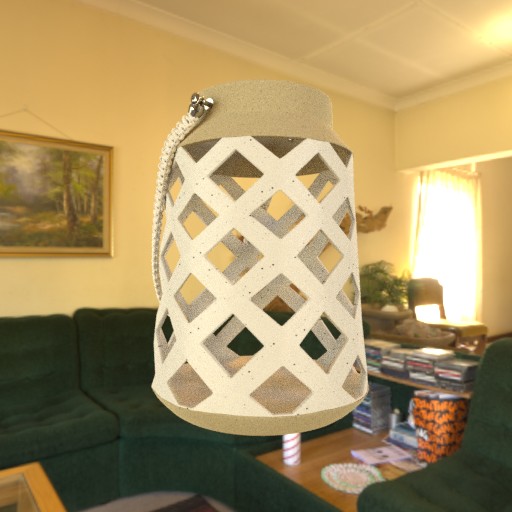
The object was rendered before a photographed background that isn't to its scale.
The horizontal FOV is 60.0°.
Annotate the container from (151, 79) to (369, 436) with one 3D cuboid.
[{"bbox_3d":[0.000,0.000,0.343,0.172,0.229,0.163,0,-1,36],"label":"container"}]
